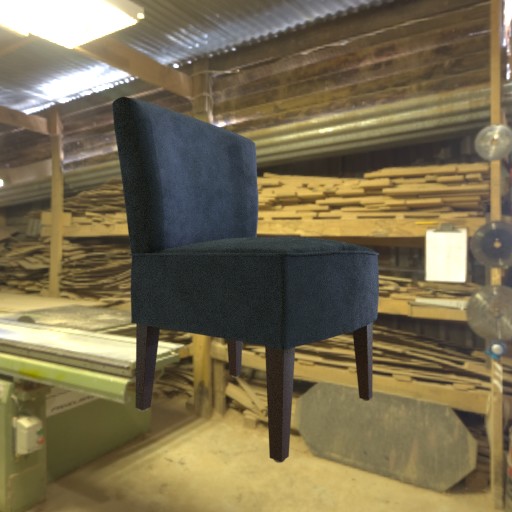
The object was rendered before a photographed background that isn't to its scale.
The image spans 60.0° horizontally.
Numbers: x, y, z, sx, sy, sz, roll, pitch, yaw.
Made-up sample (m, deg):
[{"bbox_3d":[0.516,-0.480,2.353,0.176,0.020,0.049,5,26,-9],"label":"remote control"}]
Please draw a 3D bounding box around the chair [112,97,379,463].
[{"bbox_3d":[0.000,0.000,1.176,0.551,0.806,0.521,0,1,36],"label":"chair"}]
